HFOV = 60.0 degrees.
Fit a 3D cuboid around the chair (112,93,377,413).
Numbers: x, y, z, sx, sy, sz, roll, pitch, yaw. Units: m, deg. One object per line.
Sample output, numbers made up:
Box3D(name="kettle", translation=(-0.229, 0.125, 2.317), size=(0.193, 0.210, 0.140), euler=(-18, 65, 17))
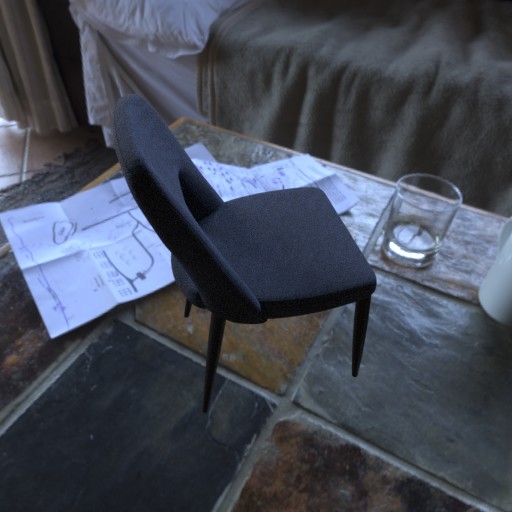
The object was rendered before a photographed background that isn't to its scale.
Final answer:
Box3D(name="chair", translation=(0.000, 0.000, 1.286), size=(0.612, 0.931, 0.470), euler=(-11, 46, -11))
